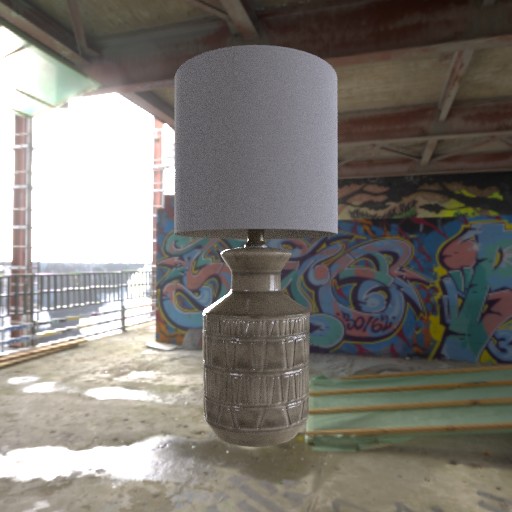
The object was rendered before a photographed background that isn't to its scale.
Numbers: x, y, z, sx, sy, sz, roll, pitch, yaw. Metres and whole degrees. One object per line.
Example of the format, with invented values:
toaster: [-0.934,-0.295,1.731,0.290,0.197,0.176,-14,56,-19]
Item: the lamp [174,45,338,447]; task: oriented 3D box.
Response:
lamp: [0.000,0.000,0.582,0.211,0.455,0.211,-1,-1,36]
